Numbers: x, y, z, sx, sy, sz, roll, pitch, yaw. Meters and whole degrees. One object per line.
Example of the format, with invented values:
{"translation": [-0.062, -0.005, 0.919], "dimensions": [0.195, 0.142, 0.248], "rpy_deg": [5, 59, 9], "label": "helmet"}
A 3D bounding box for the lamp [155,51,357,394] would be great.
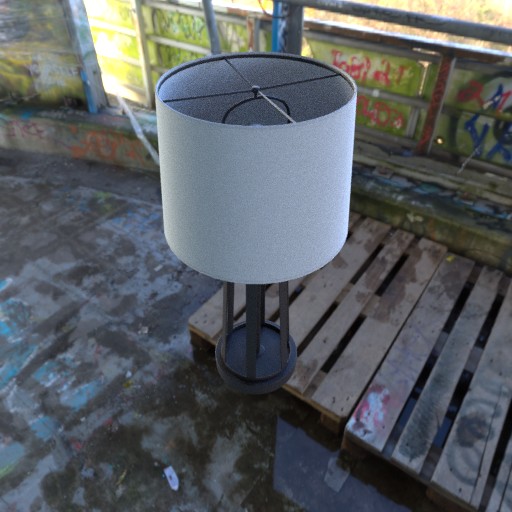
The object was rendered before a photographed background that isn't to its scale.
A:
{"translation": [0.000, 0.000, 0.657], "dimensions": [0.251, 0.509, 0.251], "rpy_deg": [0, 41, 0], "label": "lamp"}
